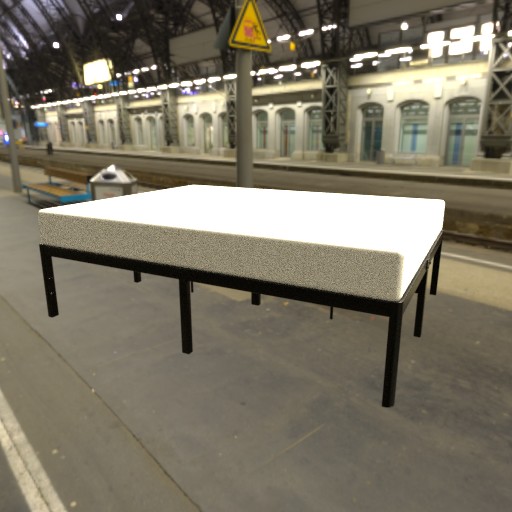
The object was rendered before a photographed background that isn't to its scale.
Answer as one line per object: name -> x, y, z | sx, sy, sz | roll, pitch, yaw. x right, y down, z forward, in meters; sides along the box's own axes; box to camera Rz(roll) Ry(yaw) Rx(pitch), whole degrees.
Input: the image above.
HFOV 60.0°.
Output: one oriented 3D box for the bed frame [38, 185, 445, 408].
bed frame -> 0.000, 0.000, 2.824 | 2.072, 0.659, 1.557 | 8, 17, 27
